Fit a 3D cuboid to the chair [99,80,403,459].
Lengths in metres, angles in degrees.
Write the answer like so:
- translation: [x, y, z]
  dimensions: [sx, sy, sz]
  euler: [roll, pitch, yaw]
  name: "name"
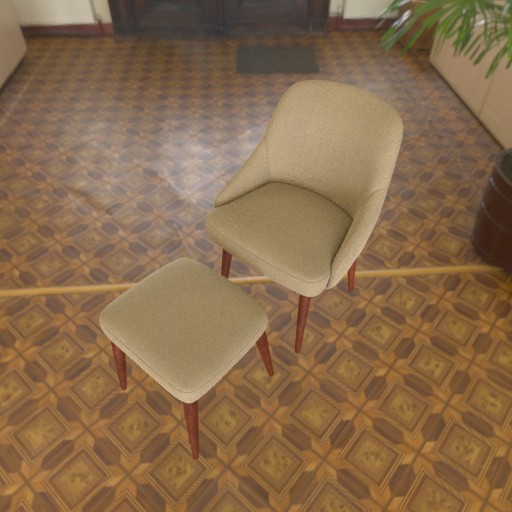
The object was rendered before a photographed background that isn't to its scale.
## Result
- translation: [0.000, 0.000, 1.593]
  dimensions: [0.584, 0.866, 1.114]
  euler: [31, 53, 27]
  name: "chair"
